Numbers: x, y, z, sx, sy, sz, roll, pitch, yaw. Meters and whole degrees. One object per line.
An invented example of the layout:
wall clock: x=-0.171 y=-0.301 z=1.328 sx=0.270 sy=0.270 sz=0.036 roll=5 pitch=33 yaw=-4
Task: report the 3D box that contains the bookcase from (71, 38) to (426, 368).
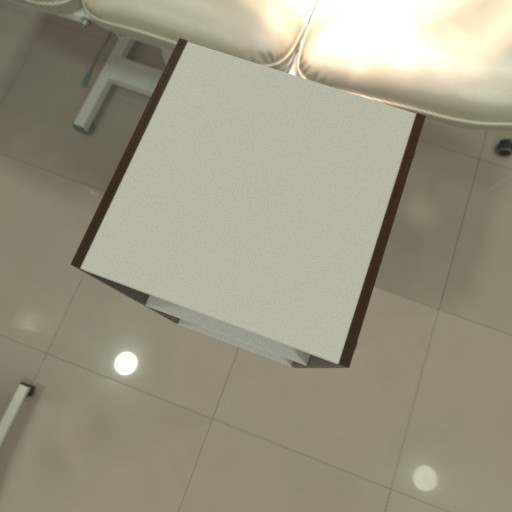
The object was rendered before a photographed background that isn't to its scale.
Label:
bookcase: x=0.000 y=0.000 z=0.763 sx=0.300 sy=0.600 sz=0.290 roll=20 pitch=77 yaw=5
